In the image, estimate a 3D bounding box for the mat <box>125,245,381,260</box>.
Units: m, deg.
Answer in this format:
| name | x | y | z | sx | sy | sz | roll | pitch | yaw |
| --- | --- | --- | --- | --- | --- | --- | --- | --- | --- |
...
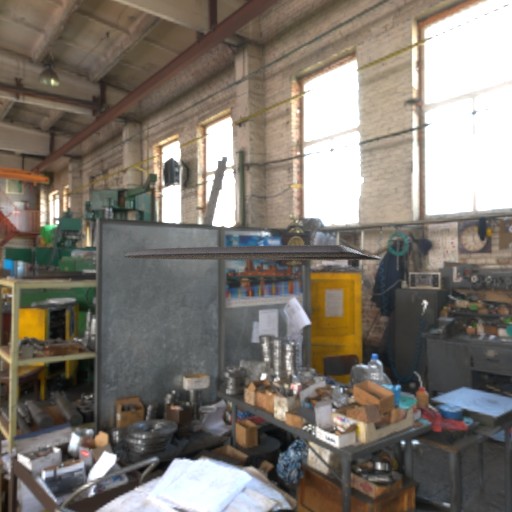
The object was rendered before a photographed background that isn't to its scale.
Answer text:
| name | x | y | z | sx | sy | sz | roll | pitch | yaw |
| --- | --- | --- | --- | --- | --- | --- | --- | --- | --- |
| mat | 0.000 | 0.000 | 1.807 | 0.917 | 0.022 | 1.525 | 0 | -1 | 18 |
